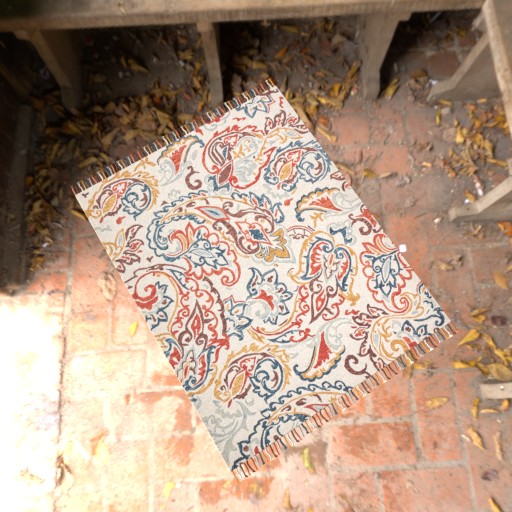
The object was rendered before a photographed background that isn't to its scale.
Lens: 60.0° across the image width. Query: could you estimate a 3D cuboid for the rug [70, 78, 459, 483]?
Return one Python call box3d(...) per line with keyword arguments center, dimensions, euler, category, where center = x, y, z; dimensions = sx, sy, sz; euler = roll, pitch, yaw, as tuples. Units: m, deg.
box3d(center=(0.000, 0.000, 4.352), dimensions=(2.439, 0.015, 3.274), euler=(-31, 77, -8), category="rug")
